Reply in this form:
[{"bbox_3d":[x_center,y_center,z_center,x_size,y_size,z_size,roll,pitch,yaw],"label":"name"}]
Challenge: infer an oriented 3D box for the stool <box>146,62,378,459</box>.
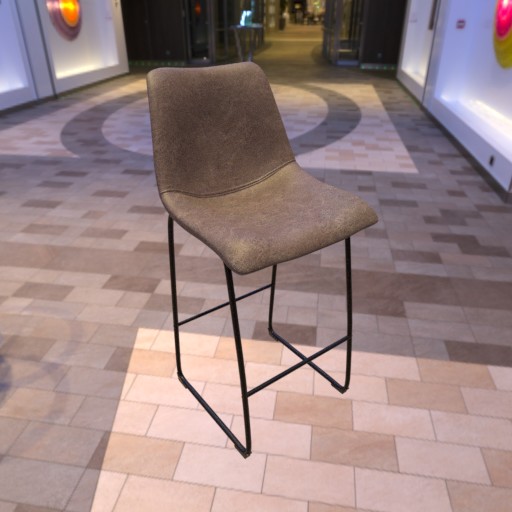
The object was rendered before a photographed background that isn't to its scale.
[{"bbox_3d":[0.000,0.000,1.409,0.514,1.082,0.561,-20,35,-32],"label":"stool"}]
